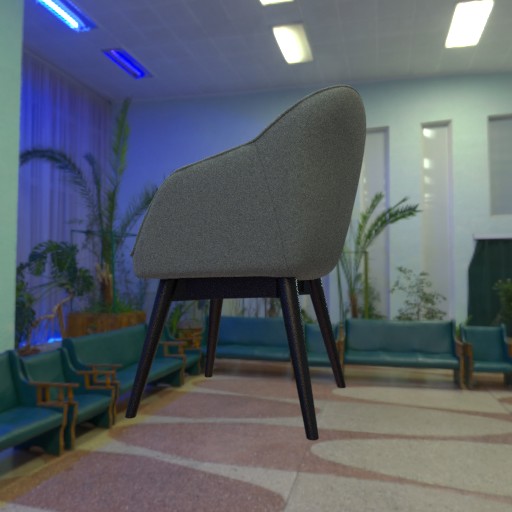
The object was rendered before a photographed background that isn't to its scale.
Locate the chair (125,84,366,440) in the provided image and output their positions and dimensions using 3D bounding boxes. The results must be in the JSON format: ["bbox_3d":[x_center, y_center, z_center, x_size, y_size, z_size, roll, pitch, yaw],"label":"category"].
[{"bbox_3d":[0.000,0.000,1.255,0.611,0.810,0.589,-1,-3,19],"label":"chair"}]
